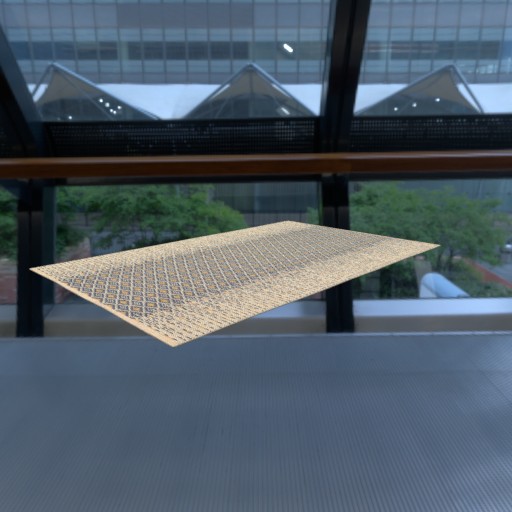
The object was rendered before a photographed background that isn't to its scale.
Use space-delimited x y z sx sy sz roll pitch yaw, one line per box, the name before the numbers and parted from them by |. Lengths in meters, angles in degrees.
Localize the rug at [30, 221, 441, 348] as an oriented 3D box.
rug | 0.000 0.000 3.067 1.541 0.008 2.448 14 20 43
